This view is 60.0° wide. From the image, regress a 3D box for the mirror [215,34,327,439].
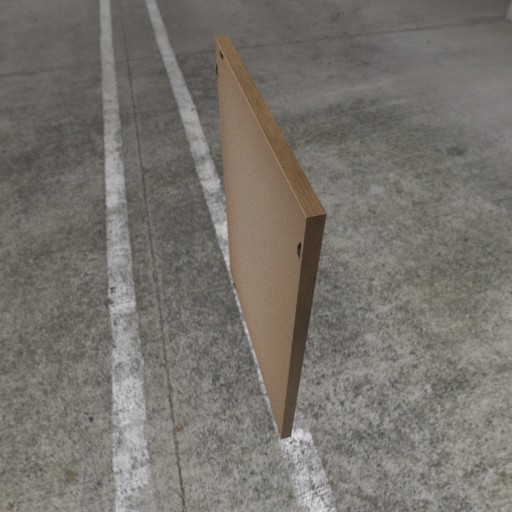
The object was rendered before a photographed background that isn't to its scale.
[{"bbox_3d":[0.000,0.000,1.361,0.041,1.016,0.762,-11,49,-10],"label":"mirror"}]
